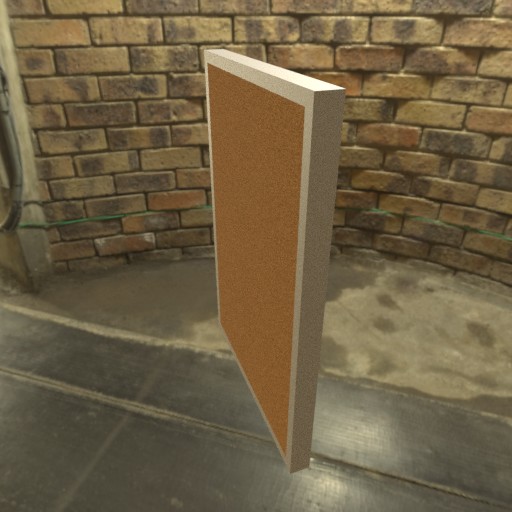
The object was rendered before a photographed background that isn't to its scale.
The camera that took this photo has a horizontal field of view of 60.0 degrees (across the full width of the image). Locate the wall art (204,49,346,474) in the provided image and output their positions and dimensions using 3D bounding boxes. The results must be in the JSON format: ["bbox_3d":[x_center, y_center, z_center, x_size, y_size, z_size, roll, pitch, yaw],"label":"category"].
[{"bbox_3d":[0.000,0.000,0.821,0.038,0.657,0.450,-11,32,-18],"label":"wall art"}]
